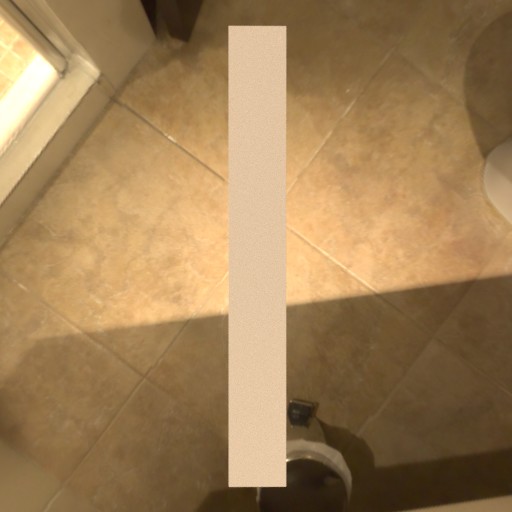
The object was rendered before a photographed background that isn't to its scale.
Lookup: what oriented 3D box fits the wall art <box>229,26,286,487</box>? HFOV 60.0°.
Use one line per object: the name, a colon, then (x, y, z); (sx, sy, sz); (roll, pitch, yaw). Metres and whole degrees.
wall art: (0.000, 0.000, 0.446); (0.038, 0.304, 0.305); (0, 90, 0)
